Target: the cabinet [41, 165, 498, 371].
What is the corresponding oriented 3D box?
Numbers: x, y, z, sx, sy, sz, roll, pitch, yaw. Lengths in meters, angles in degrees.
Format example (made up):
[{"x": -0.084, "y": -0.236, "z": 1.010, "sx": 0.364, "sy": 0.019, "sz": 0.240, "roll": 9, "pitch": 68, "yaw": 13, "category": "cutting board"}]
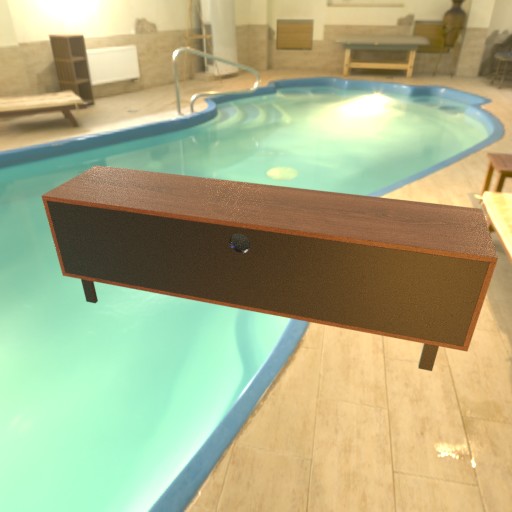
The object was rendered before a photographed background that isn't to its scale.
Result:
[{"x": 0.000, "y": 0.000, "z": 1.838, "sx": 1.650, "sy": 0.500, "sz": 0.400, "roll": 9, "pitch": 32, "yaw": 14, "category": "cabinet"}]
